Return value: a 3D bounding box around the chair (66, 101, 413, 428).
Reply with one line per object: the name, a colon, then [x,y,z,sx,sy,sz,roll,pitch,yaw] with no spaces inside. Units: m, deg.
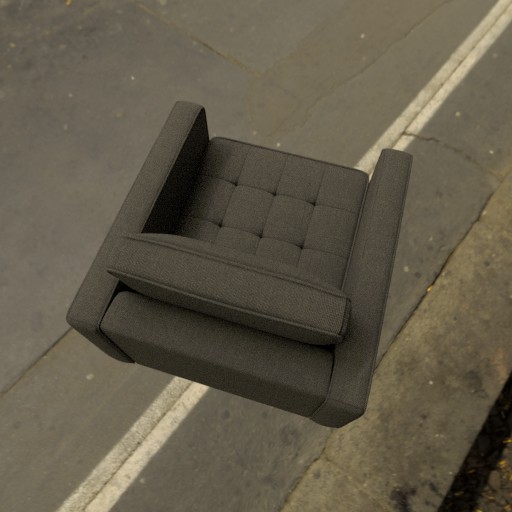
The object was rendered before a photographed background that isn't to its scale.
chair: [0.000,0.000,1.581,0.899,0.770,0.919,15,65,7]
